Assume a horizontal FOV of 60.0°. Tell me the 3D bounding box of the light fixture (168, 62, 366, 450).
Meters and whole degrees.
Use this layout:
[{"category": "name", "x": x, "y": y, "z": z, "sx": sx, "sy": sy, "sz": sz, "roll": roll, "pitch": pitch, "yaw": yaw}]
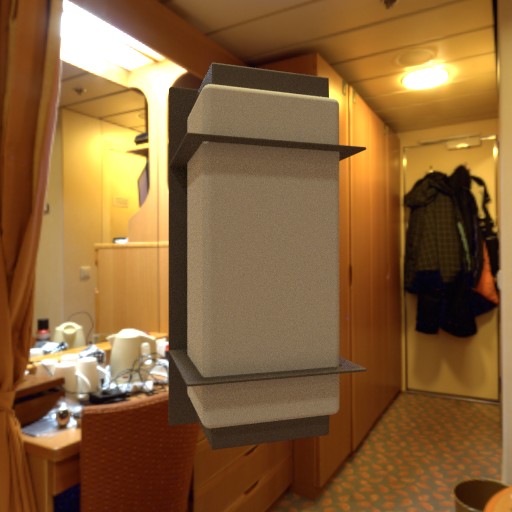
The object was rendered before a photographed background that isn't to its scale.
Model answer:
[{"category": "light fixture", "x": 0.000, "y": 0.000, "z": 0.424, "sx": 0.153, "sy": 0.347, "sz": 0.146, "roll": 0, "pitch": 0, "yaw": -17}]
